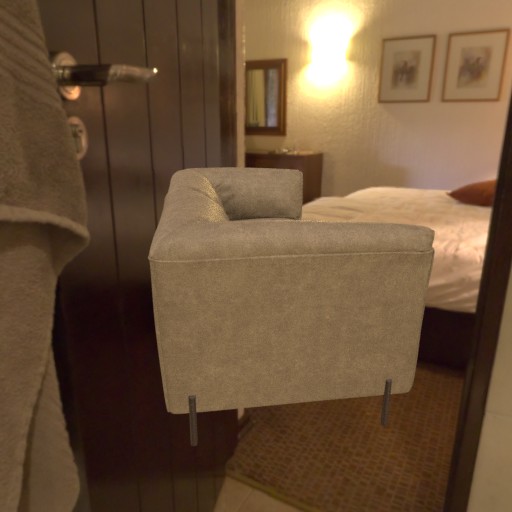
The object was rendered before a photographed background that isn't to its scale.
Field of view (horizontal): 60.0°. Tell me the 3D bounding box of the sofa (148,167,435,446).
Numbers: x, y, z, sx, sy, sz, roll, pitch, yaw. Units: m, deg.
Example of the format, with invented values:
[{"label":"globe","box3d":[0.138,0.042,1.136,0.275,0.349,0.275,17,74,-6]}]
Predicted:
[{"label":"sofa","box3d":[0.000,0.000,2.294,0.905,0.747,1.878,-2,17,-8]}]
